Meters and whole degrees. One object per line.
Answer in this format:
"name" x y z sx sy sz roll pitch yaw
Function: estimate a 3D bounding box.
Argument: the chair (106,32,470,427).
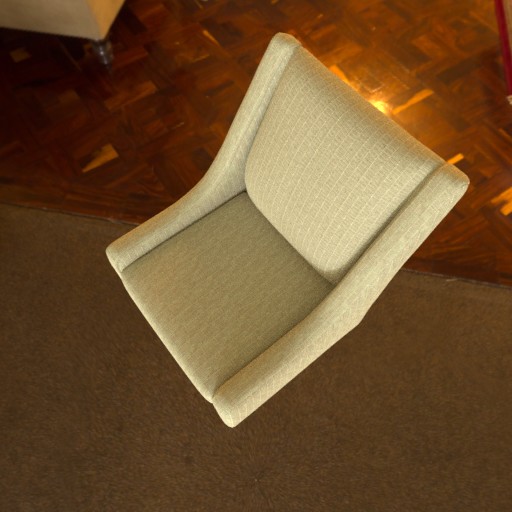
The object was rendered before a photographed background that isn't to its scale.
"chair" 0.000 0.000 1.595 0.870 1.014 0.774 -35 68 -16
